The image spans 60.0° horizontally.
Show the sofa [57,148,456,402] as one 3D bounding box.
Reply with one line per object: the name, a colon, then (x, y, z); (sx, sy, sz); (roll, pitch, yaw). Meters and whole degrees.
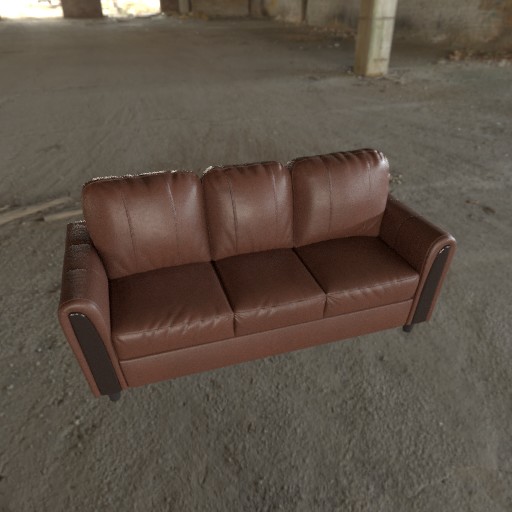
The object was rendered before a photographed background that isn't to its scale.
sofa: (0.000, 0.000, 2.326); (1.862, 0.915, 0.802); (-9, 32, -15)
